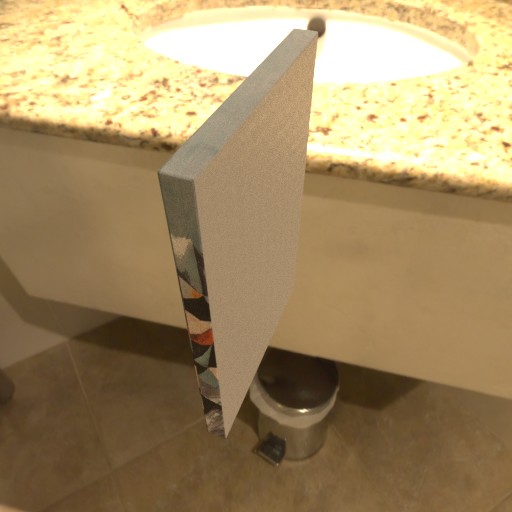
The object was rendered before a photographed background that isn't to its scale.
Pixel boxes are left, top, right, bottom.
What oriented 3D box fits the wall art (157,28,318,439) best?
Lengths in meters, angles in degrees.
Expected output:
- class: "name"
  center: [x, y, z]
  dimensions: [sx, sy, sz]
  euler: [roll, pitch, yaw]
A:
- class: "wall art"
  center: [0.000, 0.000, 1.147]
  dimensions: [0.061, 0.911, 0.609]
  euler: [16, 48, 15]
